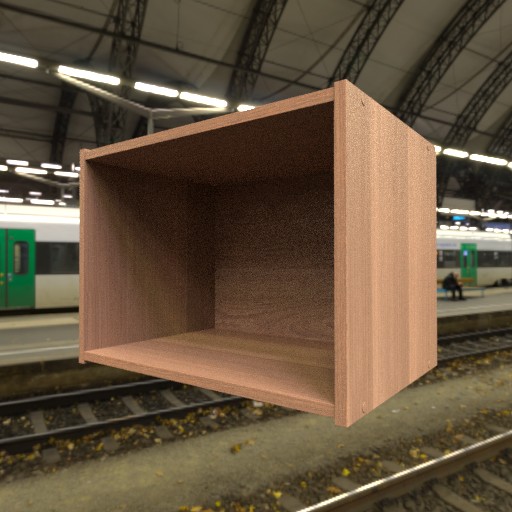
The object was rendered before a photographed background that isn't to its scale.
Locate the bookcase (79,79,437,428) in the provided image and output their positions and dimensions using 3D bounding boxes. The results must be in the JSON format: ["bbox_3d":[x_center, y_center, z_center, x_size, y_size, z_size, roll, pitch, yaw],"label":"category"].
[{"bbox_3d":[0.000,0.000,0.627,0.415,0.305,0.290,-1,-1,37],"label":"bookcase"}]
